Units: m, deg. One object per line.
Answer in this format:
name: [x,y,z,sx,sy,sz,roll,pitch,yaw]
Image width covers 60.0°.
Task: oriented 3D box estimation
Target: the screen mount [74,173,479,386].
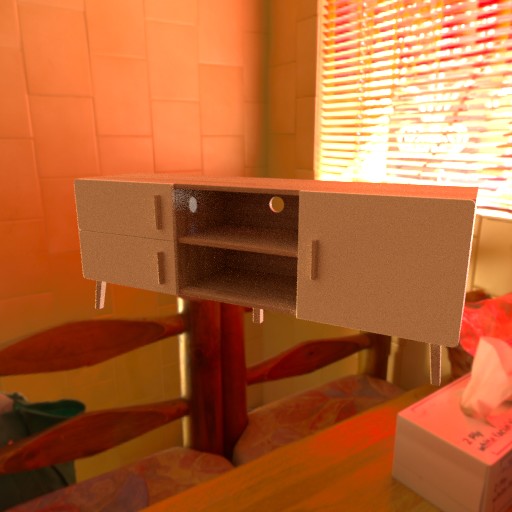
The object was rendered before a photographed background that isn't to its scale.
screen mount: [0.000,0.000,1.737,1.500,0.570,0.420,7,16,26]
